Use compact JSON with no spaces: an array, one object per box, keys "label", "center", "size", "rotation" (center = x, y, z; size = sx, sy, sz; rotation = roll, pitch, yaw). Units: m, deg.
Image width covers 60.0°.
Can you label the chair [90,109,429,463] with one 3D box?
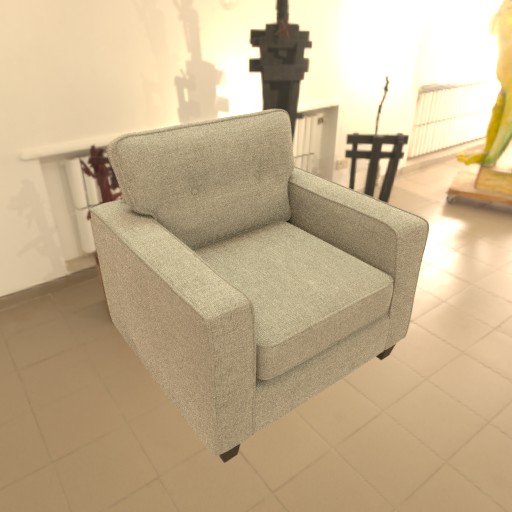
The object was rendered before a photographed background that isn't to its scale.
[{"label":"chair","center":[0.000,0.000,1.795],"size":[1.015,0.965,0.939],"rotation":[-21,36,-31]}]
